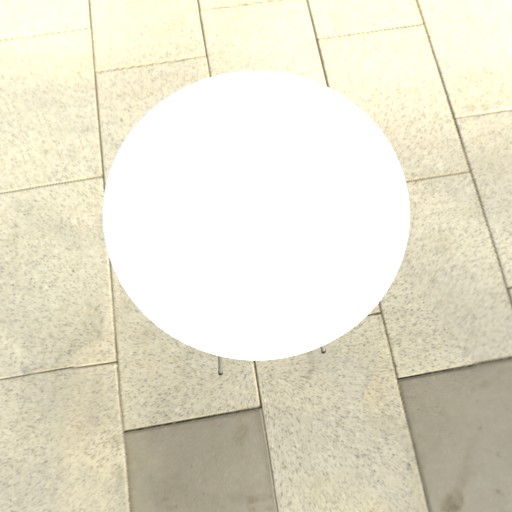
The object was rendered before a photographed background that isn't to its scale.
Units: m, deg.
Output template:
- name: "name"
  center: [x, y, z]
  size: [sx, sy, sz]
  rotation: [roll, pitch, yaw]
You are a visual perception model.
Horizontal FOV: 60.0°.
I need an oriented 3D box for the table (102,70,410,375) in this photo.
- name: "table"
  center: [0.000, 0.000, 1.674]
  size: [0.792, 1.105, 0.795]
  rotation: [-11, 76, -3]
